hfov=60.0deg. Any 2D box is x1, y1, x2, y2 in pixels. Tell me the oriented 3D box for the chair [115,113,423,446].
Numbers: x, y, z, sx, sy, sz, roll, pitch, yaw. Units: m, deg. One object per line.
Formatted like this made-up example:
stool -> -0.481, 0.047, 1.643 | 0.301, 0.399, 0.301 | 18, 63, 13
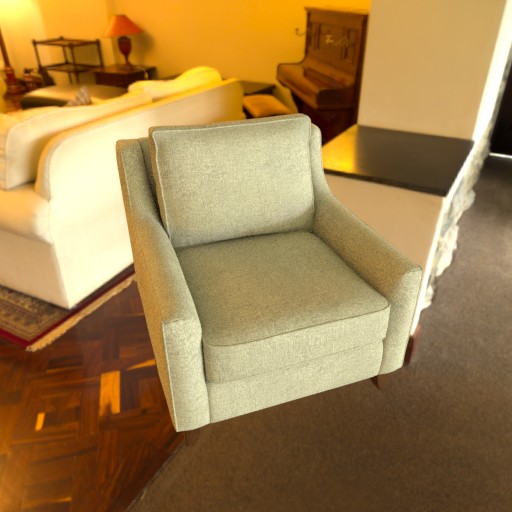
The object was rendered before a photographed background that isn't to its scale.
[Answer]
chair -> 0.000, 0.000, 1.620 | 0.838, 0.864, 0.918 | -10, 32, -17
